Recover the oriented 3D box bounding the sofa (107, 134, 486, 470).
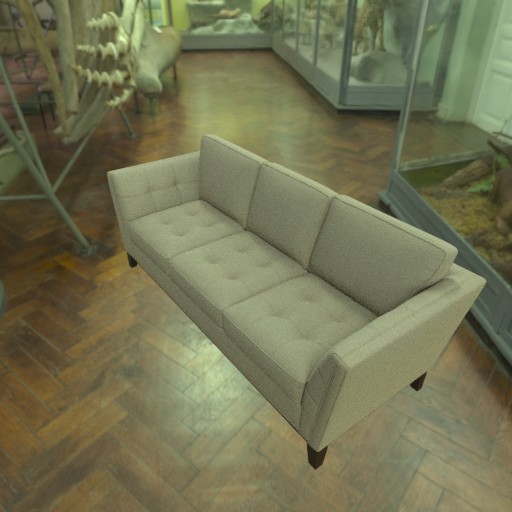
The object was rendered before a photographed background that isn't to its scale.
[{"bbox_3d":[0.000,0.000,2.820,0.965,0.940,2.388,-22,38,-30],"label":"sofa"}]
